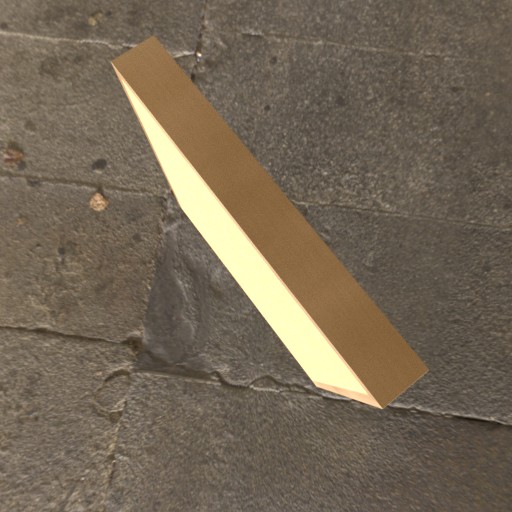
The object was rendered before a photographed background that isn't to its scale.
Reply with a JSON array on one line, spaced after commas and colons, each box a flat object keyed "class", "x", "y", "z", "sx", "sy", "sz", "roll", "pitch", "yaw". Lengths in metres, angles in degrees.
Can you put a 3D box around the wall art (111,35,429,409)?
[{"class": "wall art", "x": 0.000, "y": 0.000, "z": 0.447, "sx": 0.038, "sy": 0.303, "sz": 0.305, "roll": -36, "pitch": 79, "yaw": -8}]
